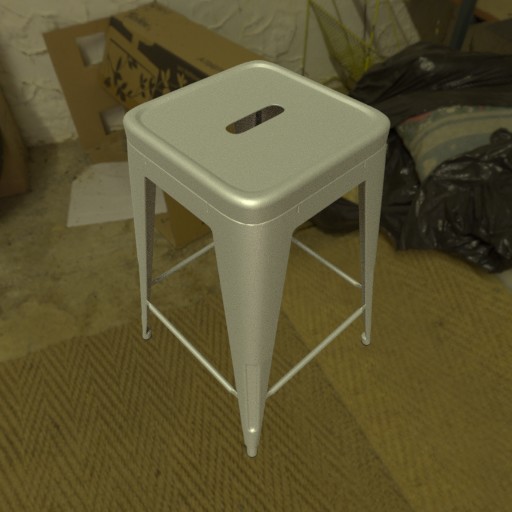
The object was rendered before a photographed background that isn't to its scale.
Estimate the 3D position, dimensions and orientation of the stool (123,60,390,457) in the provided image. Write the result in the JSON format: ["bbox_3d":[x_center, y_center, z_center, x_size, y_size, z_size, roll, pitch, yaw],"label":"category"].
[{"bbox_3d":[0.000,0.000,0.878,0.406,0.610,0.406,-35,56,-28],"label":"stool"}]
